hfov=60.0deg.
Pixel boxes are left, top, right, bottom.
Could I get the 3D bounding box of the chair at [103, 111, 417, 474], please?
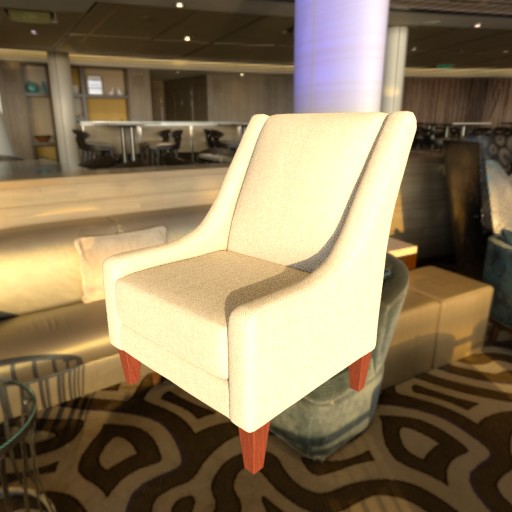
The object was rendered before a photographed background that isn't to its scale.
[{"bbox_3d":[0.000,0.000,1.628,0.774,1.014,0.870,15,22,41],"label":"chair"}]
